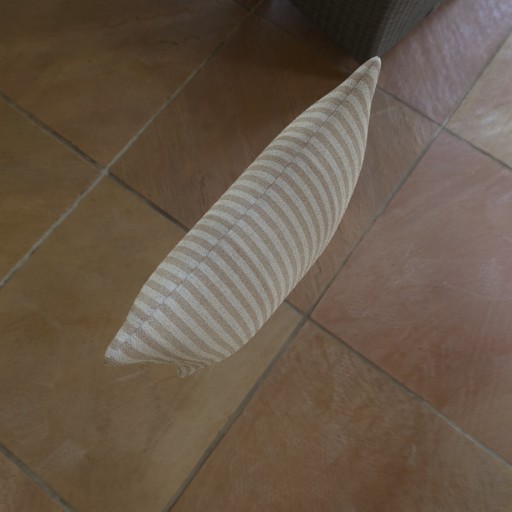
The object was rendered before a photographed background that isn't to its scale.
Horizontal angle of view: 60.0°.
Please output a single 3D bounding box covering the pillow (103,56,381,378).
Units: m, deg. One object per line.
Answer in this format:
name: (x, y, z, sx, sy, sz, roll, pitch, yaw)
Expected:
pillow: (0.000, 0.000, 0.777, 0.166, 0.510, 0.523, 39, 78, 10)
